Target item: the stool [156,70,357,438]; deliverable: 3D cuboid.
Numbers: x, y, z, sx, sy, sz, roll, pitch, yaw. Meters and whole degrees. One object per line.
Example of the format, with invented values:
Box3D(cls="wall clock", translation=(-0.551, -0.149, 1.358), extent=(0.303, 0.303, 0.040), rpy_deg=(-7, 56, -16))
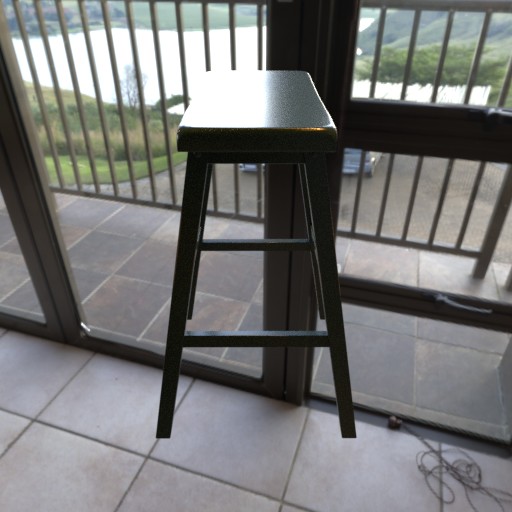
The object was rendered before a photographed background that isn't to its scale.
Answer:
Box3D(cls="stool", translation=(0.000, 0.000, 1.041), extent=(0.476, 0.737, 0.457), rpy_deg=(0, 33, 0))
